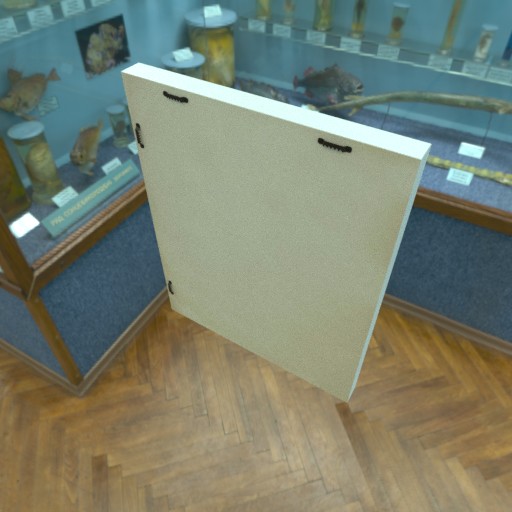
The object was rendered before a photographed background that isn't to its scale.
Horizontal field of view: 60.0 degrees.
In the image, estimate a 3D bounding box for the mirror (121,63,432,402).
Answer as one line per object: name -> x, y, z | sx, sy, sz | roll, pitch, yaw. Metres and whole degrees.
mirror -> 0.000, 0.000, 0.704 | 0.406, 0.509, 0.041 | 24, 50, 22
